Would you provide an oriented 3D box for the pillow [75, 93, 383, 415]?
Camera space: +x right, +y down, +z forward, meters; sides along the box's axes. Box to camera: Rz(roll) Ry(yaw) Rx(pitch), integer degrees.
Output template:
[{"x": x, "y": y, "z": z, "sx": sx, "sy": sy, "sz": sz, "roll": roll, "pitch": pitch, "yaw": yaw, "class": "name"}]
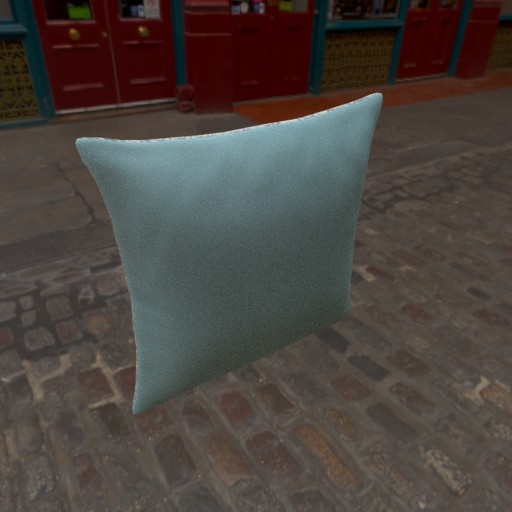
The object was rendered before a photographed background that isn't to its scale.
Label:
[{"x": 0.000, "y": 0.000, "z": 0.791, "sx": 0.526, "sy": 0.507, "sz": 0.166, "roll": -18, "pitch": 36, "yaw": -28, "class": "pillow"}]
